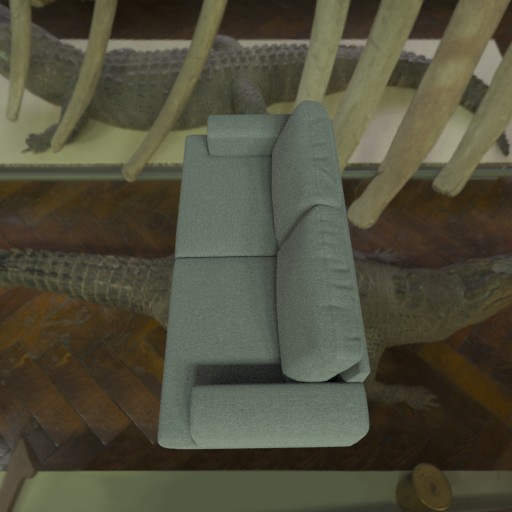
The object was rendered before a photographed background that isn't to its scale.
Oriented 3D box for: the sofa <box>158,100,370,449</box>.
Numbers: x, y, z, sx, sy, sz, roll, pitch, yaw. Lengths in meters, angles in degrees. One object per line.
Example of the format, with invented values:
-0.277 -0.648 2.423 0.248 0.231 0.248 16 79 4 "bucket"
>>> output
0.000 0.000 2.087 0.785 0.810 1.650 -1 59 0 "sofa"
